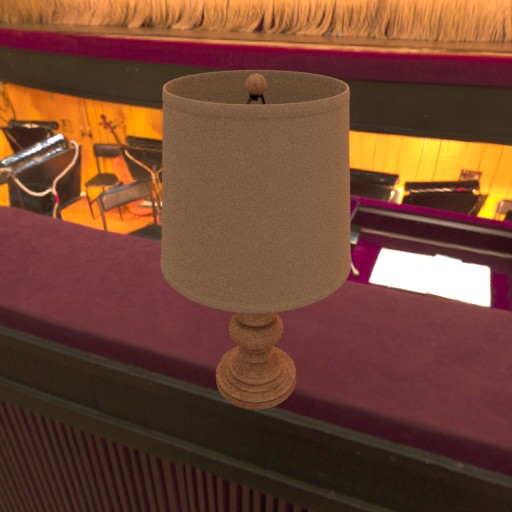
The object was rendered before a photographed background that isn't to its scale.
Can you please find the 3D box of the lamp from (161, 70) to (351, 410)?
[{"bbox_3d":[0.000,0.000,0.646,0.273,0.497,0.273,0,31,0],"label":"lamp"}]
